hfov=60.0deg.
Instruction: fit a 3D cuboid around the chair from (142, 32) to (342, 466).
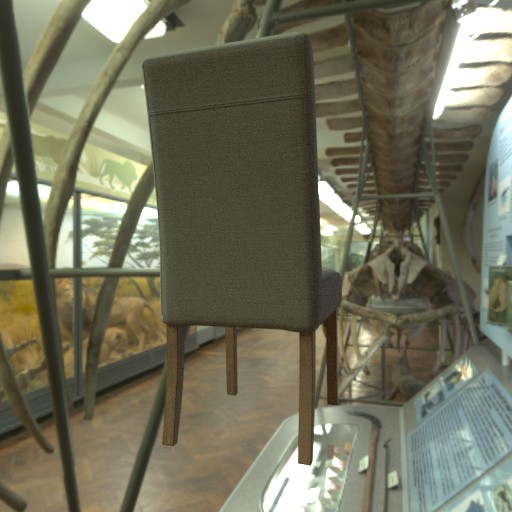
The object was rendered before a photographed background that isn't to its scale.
[{"bbox_3d":[0.000,0.000,1.346,0.450,1.033,0.611,0,-1,18],"label":"chair"}]
